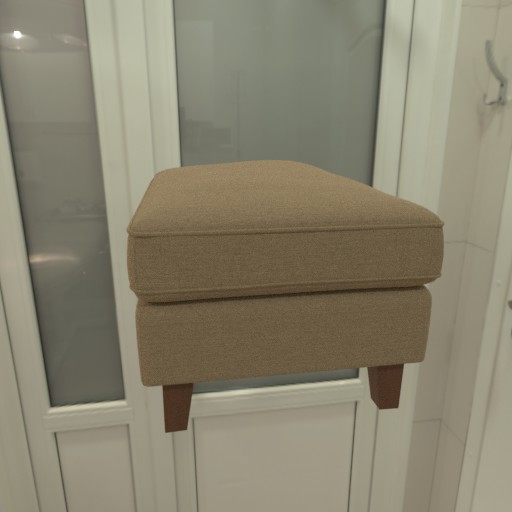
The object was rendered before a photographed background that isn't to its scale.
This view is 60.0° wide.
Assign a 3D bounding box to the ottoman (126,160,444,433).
[{"bbox_3d":[0.000,0.000,1.309,0.636,0.521,0.945,-3,17,-9],"label":"ottoman"}]
